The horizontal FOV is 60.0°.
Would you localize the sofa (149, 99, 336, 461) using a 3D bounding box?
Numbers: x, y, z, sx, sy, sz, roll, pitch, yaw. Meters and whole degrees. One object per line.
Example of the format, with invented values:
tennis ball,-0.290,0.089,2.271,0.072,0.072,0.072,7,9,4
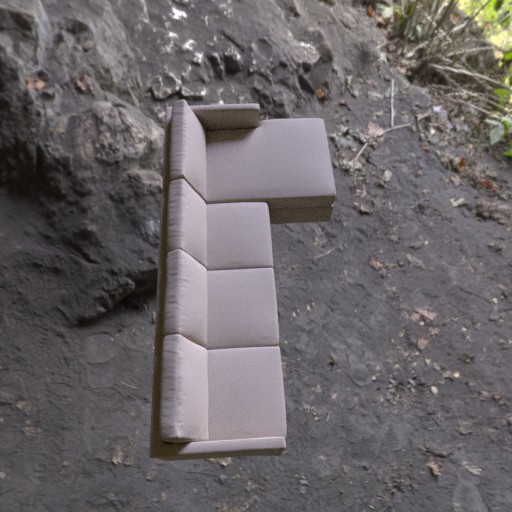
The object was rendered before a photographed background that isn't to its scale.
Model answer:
sofa,0.000,0.000,3.916,1.622,0.871,3.206,-3,63,-1
